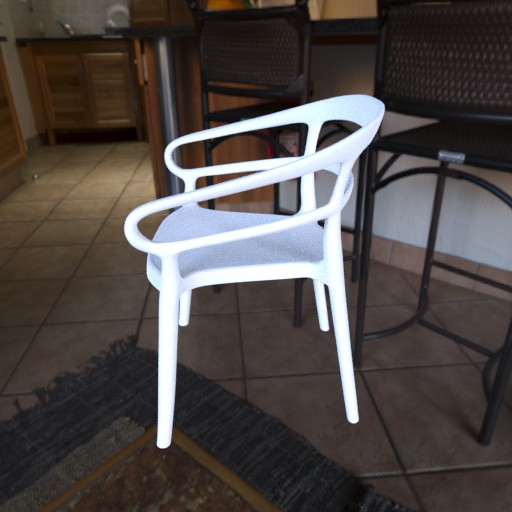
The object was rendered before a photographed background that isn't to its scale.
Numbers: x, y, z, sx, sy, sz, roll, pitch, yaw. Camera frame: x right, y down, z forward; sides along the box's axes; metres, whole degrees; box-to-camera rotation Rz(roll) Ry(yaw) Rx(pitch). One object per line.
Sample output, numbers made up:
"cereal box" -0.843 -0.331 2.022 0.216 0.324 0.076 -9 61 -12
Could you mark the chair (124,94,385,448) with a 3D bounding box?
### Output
"chair" 0.000 0.000 1.129 0.527 0.761 0.559 -1 27 -3
